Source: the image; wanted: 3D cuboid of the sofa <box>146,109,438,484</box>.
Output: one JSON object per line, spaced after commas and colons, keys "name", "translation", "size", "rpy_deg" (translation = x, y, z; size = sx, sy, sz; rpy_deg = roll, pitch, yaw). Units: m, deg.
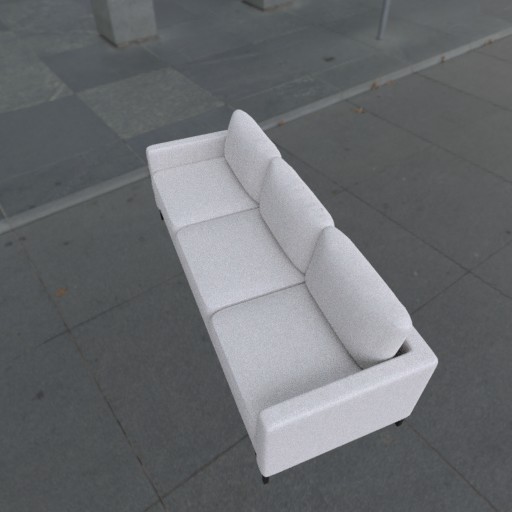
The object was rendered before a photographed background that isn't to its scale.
{"name": "sofa", "translation": [0.000, 0.000, 2.698], "size": [0.859, 0.874, 2.218], "rpy_deg": [-16, 47, -15]}
